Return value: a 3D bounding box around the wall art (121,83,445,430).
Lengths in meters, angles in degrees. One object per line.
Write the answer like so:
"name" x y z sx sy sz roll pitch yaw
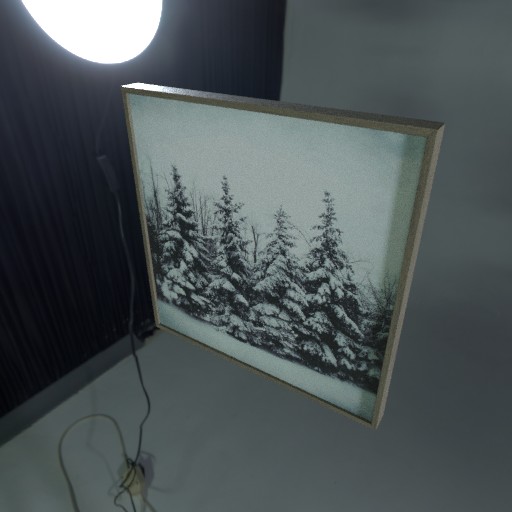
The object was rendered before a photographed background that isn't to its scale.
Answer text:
"wall art" 0.000 0.000 0.755 0.507 0.507 0.037 18 35 28
